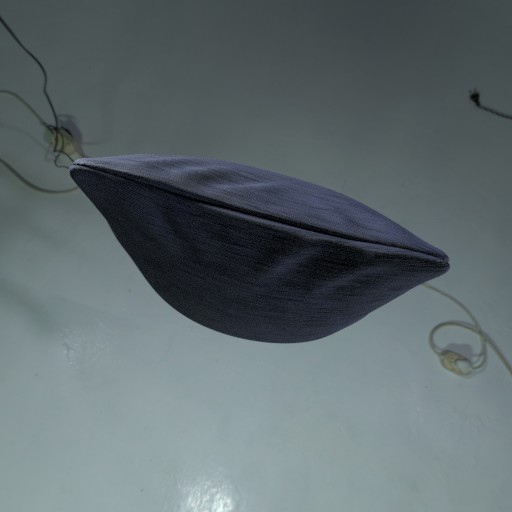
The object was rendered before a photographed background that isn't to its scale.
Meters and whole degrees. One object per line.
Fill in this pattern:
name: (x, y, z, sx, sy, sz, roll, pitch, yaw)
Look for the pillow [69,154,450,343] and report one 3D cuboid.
pillow: (0.000, 0.000, 0.671, 0.432, 0.414, 0.246, 15, 77, 3)
